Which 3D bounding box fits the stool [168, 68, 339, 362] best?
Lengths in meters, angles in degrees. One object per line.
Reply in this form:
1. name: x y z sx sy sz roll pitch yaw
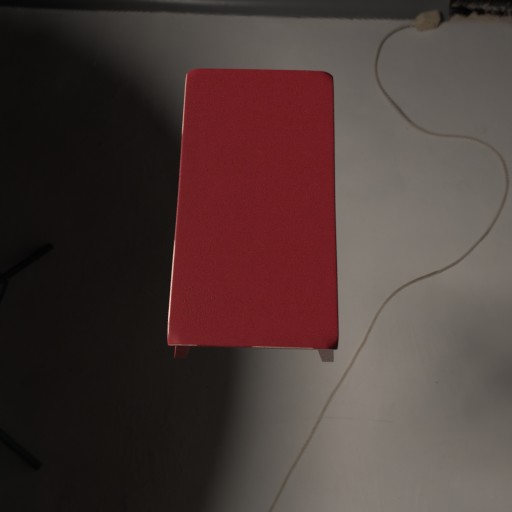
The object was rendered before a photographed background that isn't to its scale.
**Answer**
1. stool: 0.000 0.000 1.026 0.476 0.737 0.457 1 76 0
